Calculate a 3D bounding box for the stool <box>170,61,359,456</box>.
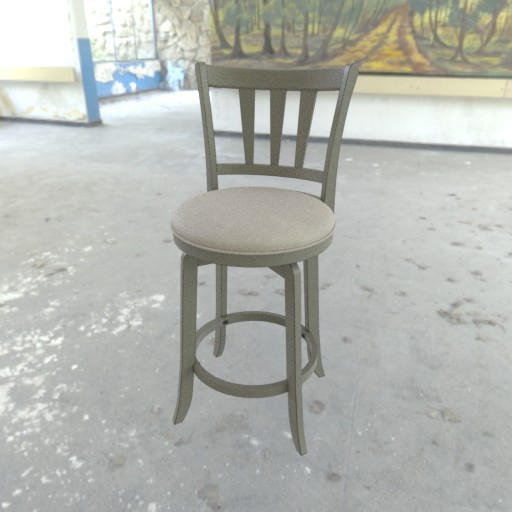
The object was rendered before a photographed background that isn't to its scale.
[{"bbox_3d":[0.000,0.000,1.254,0.450,0.994,0.486,7,26,15],"label":"stool"}]
